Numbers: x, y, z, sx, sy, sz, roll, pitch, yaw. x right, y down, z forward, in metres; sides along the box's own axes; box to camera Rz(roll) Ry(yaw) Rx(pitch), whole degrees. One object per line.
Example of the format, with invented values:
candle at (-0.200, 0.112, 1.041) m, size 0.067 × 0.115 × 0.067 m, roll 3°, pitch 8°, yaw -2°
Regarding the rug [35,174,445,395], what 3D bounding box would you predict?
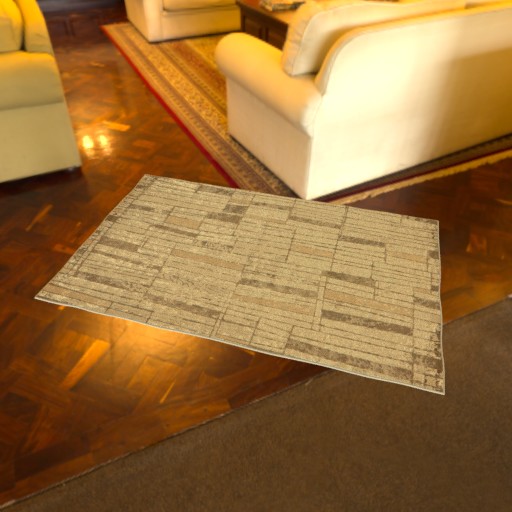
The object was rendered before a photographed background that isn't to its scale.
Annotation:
rug at (0.000, 0.000, 3.060) m, size 2.444 × 0.023 × 1.531 m, roll 11°, pitch 43°, yaw 12°
